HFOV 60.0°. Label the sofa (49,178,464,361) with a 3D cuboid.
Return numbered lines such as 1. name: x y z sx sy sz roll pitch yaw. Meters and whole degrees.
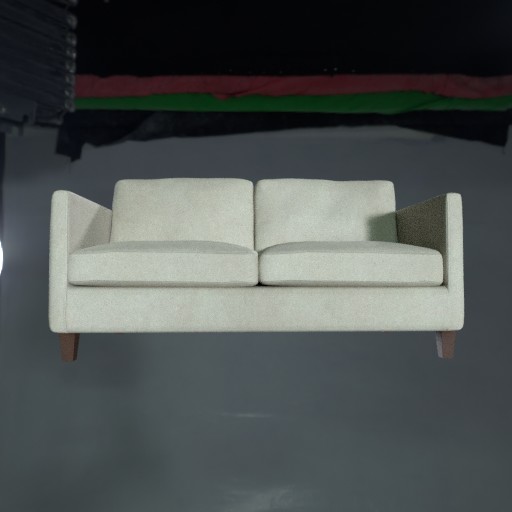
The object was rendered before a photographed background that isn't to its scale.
1. sofa: 0.000 0.000 2.386 1.846 0.940 0.950 0 -2 -2
